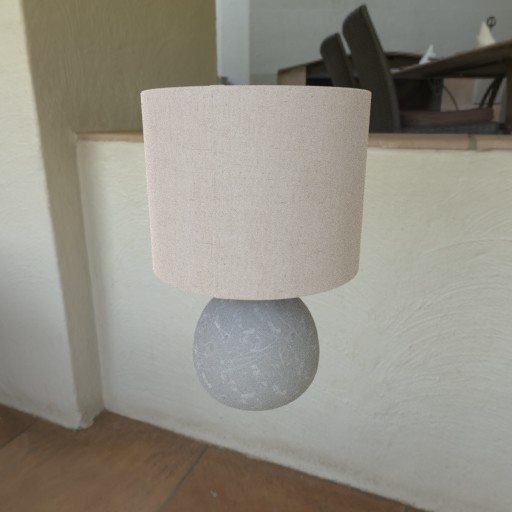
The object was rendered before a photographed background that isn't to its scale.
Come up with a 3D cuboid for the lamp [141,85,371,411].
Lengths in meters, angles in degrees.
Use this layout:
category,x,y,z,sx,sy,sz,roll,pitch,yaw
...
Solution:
category,x,y,z,sx,sy,sz,roll,pitch,yaw
lamp,0.000,0.000,0.592,0.269,0.409,0.269,9,19,26
